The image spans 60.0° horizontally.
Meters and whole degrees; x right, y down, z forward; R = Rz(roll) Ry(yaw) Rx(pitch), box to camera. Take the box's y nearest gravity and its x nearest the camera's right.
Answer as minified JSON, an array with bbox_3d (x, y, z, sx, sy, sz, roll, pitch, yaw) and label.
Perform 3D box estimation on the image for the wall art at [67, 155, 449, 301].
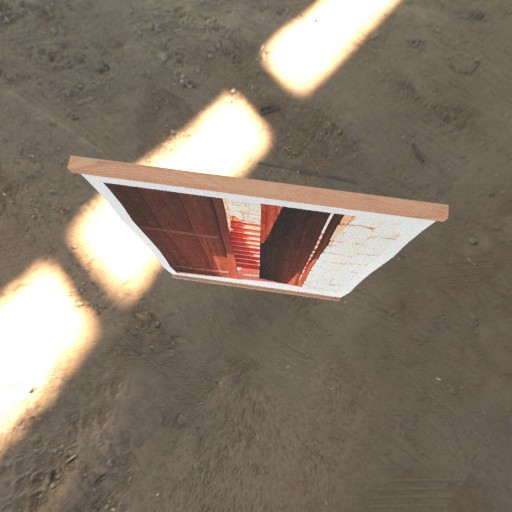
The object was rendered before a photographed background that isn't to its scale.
[{"bbox_3d":[0.000,0.000,0.631,0.332,0.508,0.012,8,76,2],"label":"wall art"}]
